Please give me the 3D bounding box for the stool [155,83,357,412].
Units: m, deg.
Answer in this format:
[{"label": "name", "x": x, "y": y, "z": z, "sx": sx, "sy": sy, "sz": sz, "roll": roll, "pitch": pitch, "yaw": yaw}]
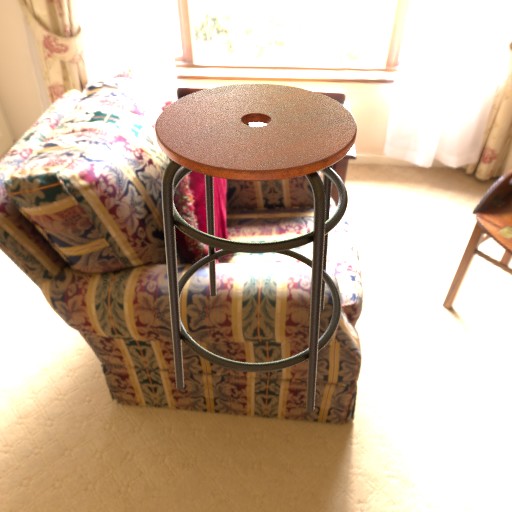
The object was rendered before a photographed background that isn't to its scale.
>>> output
[{"label": "stool", "x": 0.000, "y": 0.000, "z": 0.945, "sx": 0.455, "sy": 0.610, "sz": 0.455, "roll": -24, "pitch": 47, "yaw": -25}]
